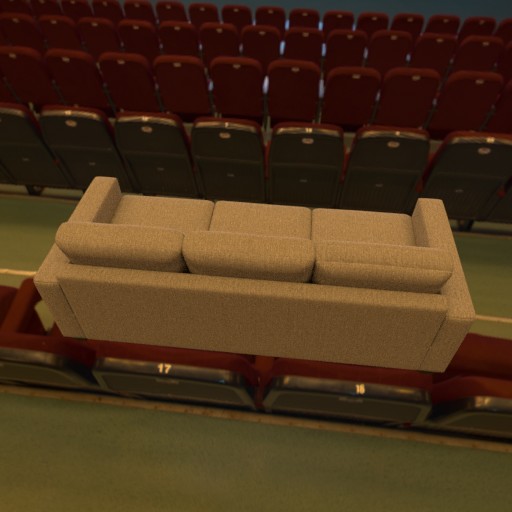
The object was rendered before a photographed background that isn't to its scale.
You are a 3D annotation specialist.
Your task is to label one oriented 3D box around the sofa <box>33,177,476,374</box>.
[{"bbox_3d":[0.000,0.000,2.500,2.120,0.800,0.900,4,46,4],"label":"sofa"}]
